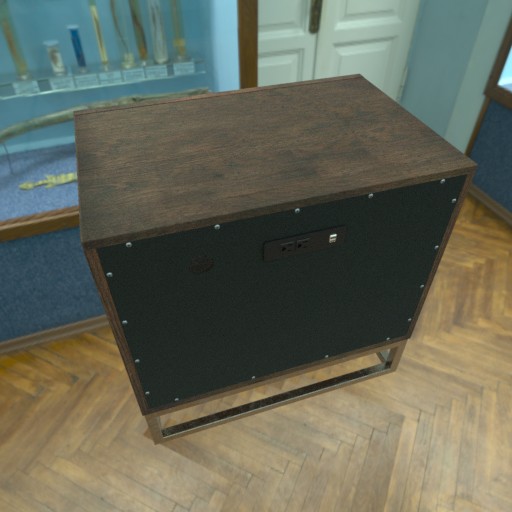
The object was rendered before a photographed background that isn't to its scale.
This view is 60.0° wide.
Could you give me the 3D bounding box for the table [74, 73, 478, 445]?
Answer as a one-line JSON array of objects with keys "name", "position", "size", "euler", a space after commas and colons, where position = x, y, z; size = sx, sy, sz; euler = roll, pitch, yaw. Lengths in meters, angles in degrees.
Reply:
[{"name": "table", "position": [0.000, 0.000, 1.238], "size": [0.767, 0.746, 0.542], "euler": [-13, 44, -13]}]
